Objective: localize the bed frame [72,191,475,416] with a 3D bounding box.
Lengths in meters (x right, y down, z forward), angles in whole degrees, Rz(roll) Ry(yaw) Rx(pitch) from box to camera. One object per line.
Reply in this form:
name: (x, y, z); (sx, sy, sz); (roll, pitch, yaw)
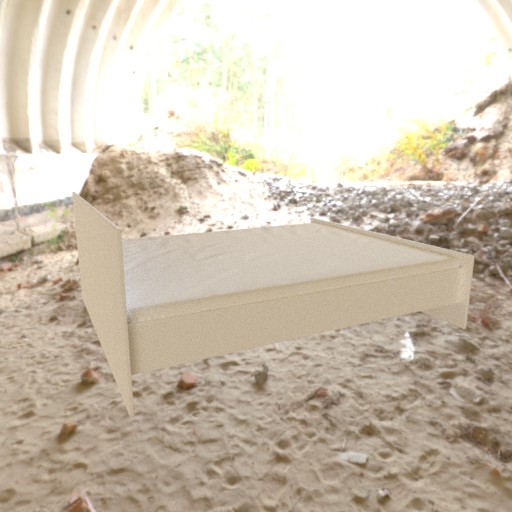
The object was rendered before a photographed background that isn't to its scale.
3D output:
bed frame: (0.000, 0.000, 2.957); (2.060, 0.800, 1.720); (-7, 15, -26)
